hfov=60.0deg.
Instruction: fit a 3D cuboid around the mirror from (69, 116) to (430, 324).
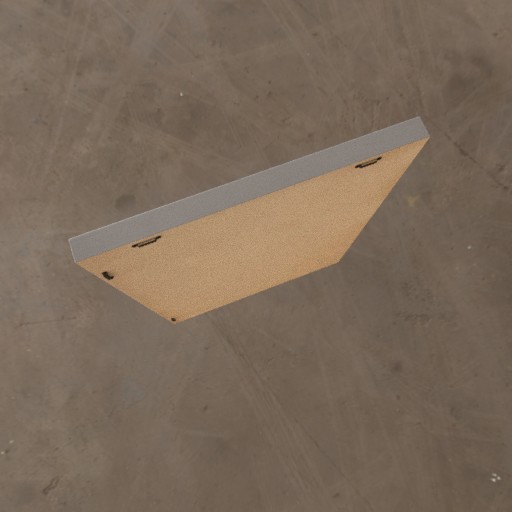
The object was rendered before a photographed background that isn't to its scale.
[{"bbox_3d":[0.000,0.000,0.937,0.507,0.710,0.039,-20,76,-5],"label":"mirror"}]
